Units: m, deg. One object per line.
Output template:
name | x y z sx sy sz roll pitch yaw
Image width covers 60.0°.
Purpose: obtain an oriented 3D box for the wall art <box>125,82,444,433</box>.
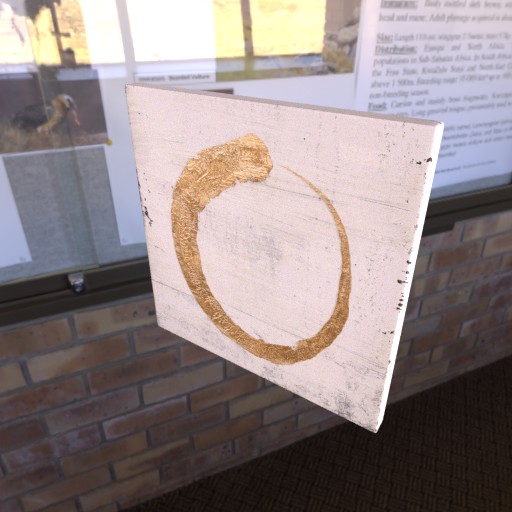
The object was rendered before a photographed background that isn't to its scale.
wall art | 0.000 0.000 0.901 0.610 0.611 0.040 19 35 29
